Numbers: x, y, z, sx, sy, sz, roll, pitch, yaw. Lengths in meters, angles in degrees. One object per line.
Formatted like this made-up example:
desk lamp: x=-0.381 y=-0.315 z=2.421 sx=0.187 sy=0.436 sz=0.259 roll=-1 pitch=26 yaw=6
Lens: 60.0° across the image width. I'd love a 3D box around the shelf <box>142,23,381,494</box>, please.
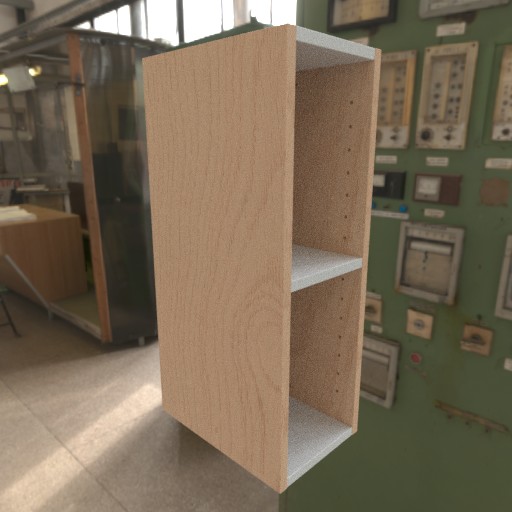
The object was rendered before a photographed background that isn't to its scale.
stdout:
shelf: x=0.000 y=0.000 z=0.713 sx=0.290 sy=0.600 sz=0.200 roll=14 pitch=20 yaw=43
